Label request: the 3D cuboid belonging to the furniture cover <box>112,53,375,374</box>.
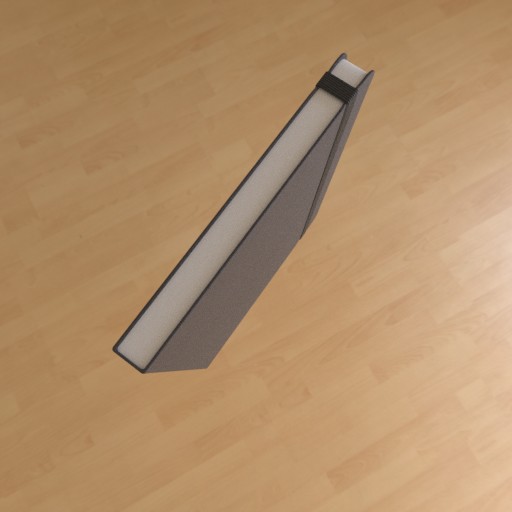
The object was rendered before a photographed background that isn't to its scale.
[{"bbox_3d":[0.000,0.000,0.373,0.023,0.281,0.216,35,79,8],"label":"furniture cover"}]
